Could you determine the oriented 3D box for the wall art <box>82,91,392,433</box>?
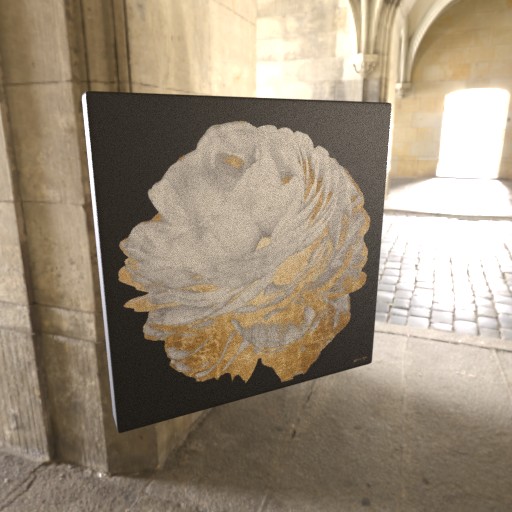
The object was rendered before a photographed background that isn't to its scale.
[{"bbox_3d":[0.000,0.000,0.607,0.406,0.407,0.041,-7,17,-25],"label":"wall art"}]
